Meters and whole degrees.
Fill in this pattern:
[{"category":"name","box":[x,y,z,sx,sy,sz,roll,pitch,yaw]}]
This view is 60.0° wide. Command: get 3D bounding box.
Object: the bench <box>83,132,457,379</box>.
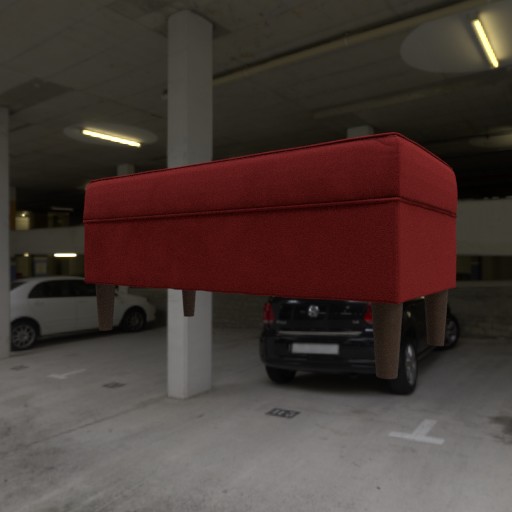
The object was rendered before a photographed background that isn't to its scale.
[{"category":"bench","box":[0.000,0.000,1.297,1.016,0.471,0.492,0,0,36]}]
